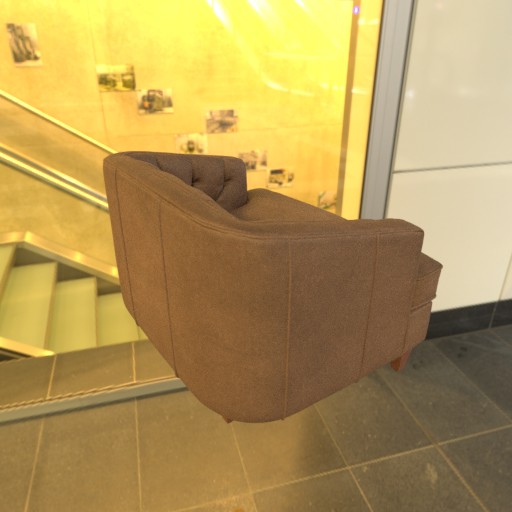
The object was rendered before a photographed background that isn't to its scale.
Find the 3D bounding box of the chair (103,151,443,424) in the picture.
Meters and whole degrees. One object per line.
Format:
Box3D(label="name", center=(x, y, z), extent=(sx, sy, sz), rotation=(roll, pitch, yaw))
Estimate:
Box3D(label="chair", center=(0.000, 0.000, 1.737), extent=(0.914, 0.787, 1.118), rotation=(-17, 31, -31))
